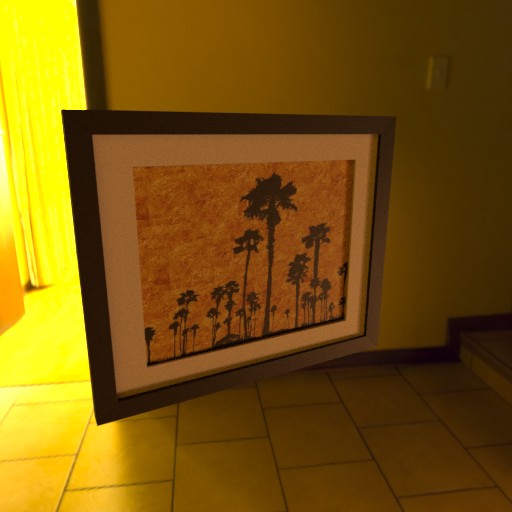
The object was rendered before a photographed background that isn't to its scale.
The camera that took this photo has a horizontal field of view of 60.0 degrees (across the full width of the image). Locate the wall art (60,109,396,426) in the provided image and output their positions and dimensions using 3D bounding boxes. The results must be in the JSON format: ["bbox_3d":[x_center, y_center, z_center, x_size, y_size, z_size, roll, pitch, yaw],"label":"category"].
[{"bbox_3d":[0.000,0.000,0.751,0.561,0.460,0.028,-8,18,-27],"label":"wall art"}]
